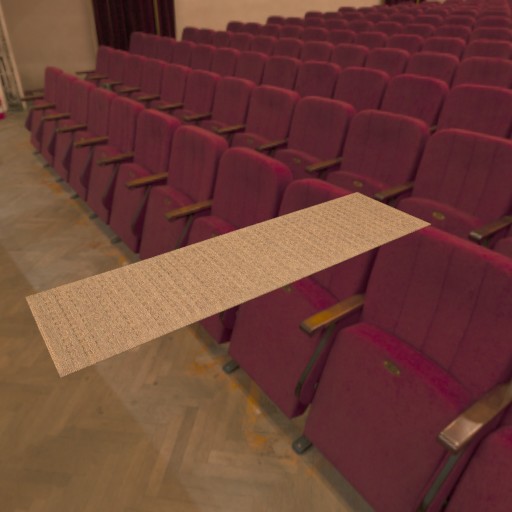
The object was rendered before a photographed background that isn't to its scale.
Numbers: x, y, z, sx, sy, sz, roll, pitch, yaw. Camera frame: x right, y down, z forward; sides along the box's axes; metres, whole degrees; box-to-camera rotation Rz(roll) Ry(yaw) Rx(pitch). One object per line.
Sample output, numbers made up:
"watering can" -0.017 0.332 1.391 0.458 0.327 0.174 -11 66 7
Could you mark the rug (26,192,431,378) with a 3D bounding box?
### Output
"rug" 0.000 0.000 2.658 2.437 0.005 0.688 -20 36 -30
